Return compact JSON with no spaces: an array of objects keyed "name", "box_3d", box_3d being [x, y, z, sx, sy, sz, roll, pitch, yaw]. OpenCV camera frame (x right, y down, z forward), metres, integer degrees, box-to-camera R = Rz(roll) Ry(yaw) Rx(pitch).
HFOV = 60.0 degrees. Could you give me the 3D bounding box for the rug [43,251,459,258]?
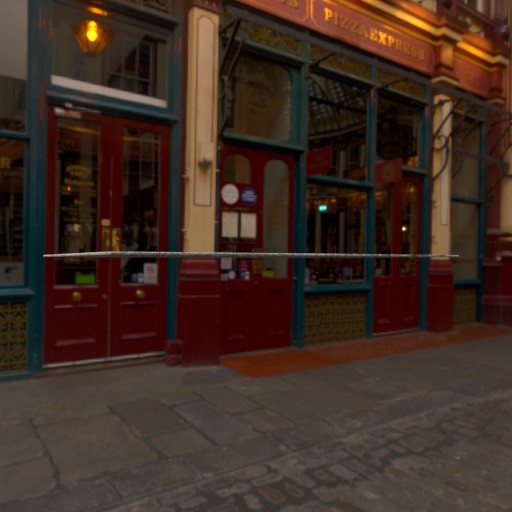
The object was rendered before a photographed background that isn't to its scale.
[{"name":"rug","box_3d":[0.000,0.000,4.792,3.824,0.019,2.393,0,-1,-35]}]
